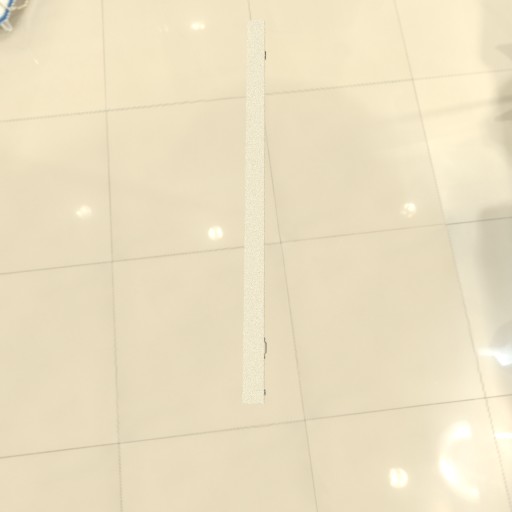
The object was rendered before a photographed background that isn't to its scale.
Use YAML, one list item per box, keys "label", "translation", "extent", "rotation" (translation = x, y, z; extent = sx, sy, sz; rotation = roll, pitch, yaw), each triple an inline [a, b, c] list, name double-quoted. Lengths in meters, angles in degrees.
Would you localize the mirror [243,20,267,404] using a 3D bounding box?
- label: "mirror"
  translation: [0.000, 0.000, 1.327]
  extent: [0.041, 1.016, 0.762]
  rotation: [0, 76, 0]
